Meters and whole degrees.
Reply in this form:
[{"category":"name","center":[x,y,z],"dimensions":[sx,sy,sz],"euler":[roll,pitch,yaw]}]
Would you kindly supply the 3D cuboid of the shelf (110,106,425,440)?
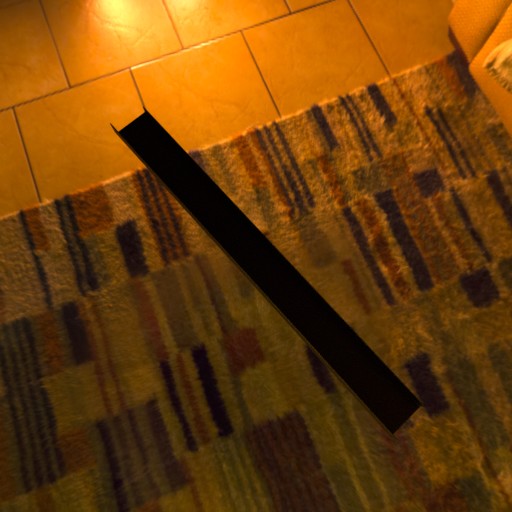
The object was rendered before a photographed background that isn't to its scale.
[{"category":"shelf","center":[0.000,0.000,0.976],"dimensions":[0.092,0.049,0.924],"euler":[-41,79,-10]}]
